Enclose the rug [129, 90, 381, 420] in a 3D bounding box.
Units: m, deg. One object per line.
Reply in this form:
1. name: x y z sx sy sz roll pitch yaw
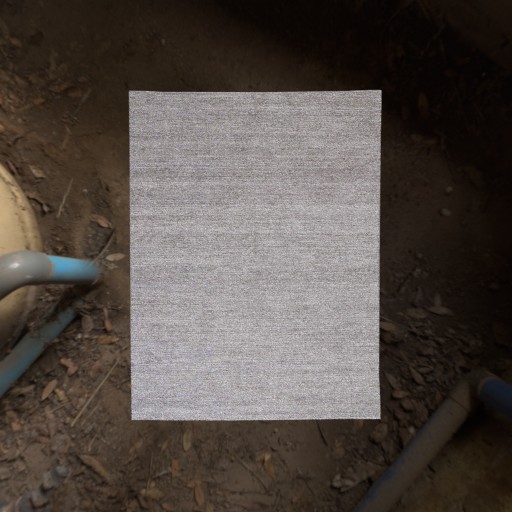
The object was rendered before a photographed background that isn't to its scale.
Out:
1. rug: 0.000 0.000 4.286 2.434 0.045 3.202 0 91 -1
